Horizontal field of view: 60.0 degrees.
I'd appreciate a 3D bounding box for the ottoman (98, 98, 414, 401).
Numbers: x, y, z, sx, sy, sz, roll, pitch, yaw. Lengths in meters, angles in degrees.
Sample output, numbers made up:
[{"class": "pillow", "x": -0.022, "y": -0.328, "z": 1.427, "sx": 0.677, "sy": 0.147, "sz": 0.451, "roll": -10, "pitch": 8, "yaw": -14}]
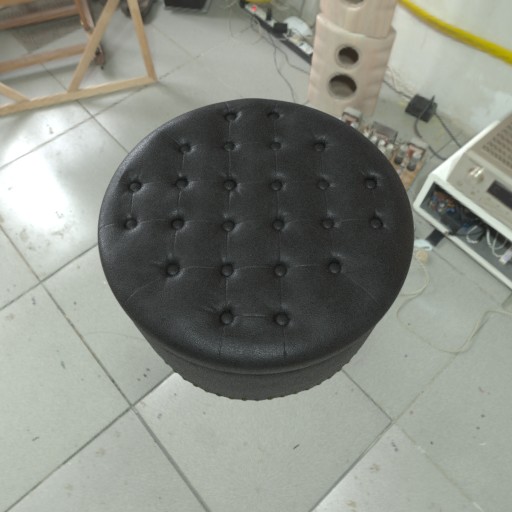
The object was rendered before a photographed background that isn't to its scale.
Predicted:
[{"class": "ottoman", "x": 0.000, "y": 0.000, "z": 1.064, "sx": 0.637, "sy": 0.442, "sz": 0.637, "roll": 0, "pitch": 62, "yaw": 0}]
